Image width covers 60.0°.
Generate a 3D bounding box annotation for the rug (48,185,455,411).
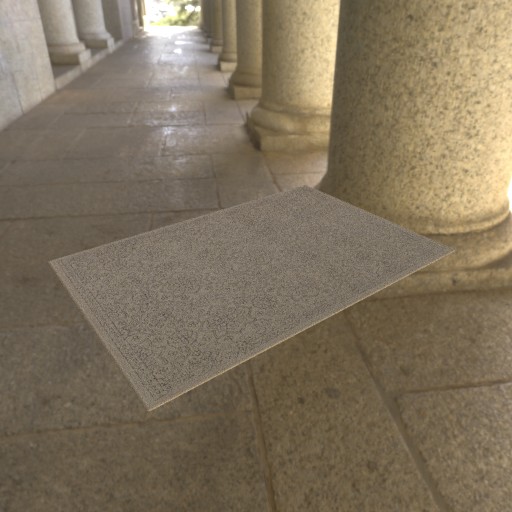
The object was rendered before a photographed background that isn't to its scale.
[{"bbox_3d":[0.000,0.000,2.980,2.286,0.011,1.524,-21,36,-31],"label":"rug"}]
